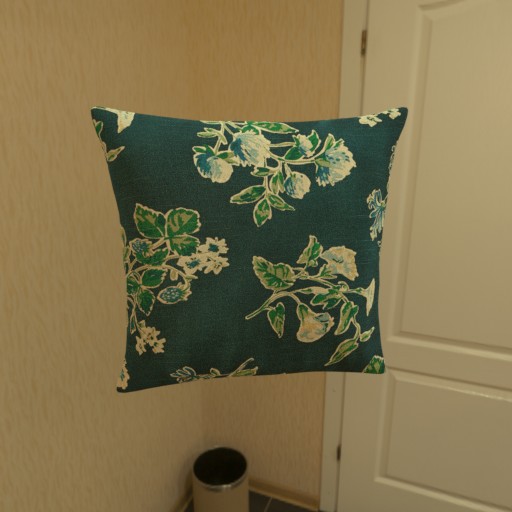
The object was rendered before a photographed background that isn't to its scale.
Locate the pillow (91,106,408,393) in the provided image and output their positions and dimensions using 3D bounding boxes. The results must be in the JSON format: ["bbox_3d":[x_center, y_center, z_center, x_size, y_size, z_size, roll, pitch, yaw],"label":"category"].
[{"bbox_3d":[0.000,0.000,0.792,0.525,0.508,0.166,-2,16,-7],"label":"pillow"}]
